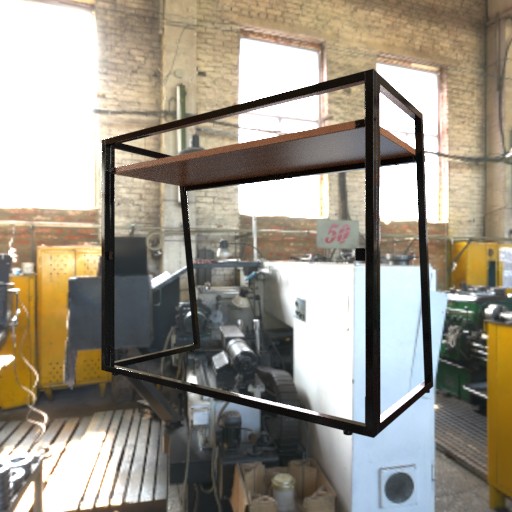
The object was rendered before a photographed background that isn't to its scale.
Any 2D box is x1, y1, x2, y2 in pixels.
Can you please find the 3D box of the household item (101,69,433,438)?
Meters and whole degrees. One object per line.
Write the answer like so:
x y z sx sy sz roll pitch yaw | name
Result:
0.000 0.000 1.534 1.050 0.860 0.510 0 0 36 | household item
